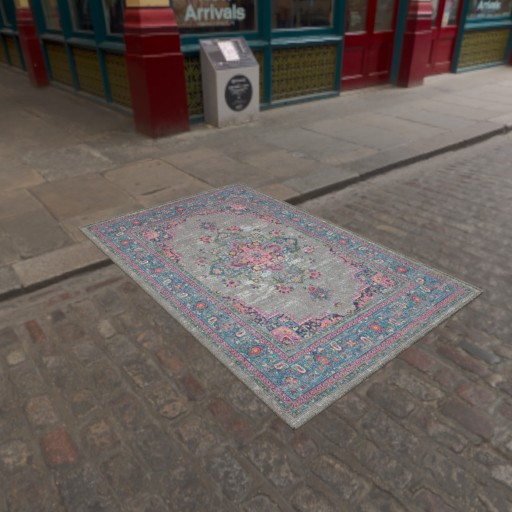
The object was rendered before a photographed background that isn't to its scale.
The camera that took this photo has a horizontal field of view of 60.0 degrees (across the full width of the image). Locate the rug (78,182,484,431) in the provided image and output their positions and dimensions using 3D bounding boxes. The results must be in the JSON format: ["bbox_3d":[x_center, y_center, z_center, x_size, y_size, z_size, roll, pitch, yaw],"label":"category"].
[{"bbox_3d":[0.000,0.000,2.199,1.144,0.014,1.748,-22,36,-33],"label":"rug"}]
